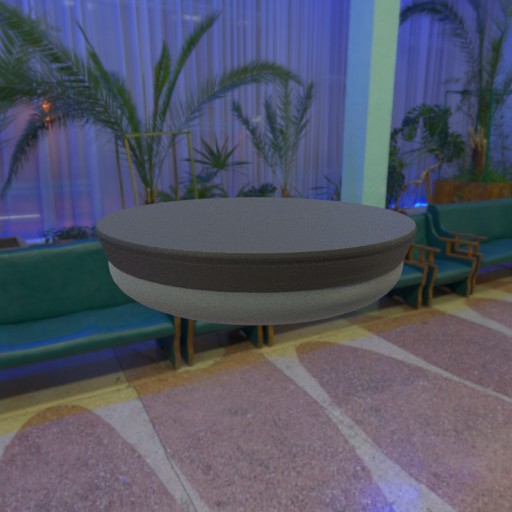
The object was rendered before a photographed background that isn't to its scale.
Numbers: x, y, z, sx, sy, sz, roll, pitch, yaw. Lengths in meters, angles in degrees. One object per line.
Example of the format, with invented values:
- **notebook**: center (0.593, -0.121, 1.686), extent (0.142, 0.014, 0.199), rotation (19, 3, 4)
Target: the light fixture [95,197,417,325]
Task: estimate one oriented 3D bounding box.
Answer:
- **light fixture**: center (0.000, 0.000, 0.549), extent (0.368, 0.100, 0.368), rotation (0, 15, 0)
